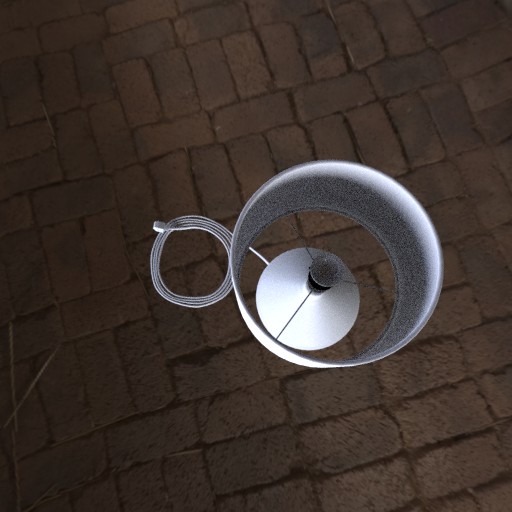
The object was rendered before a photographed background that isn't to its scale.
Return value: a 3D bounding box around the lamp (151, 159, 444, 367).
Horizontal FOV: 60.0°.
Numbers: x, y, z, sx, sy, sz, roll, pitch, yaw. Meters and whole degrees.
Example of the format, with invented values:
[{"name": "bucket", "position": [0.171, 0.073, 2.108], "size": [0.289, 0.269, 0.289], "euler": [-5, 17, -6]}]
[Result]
[{"name": "lamp", "position": [0.000, 0.000, 0.868], "size": [0.401, 0.457, 0.546], "euler": [-40, 79, -9]}]
